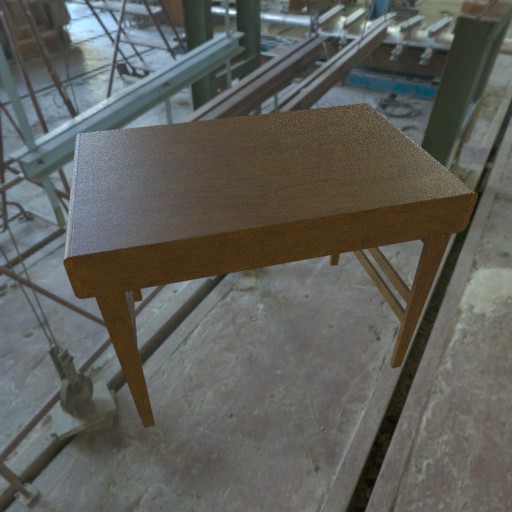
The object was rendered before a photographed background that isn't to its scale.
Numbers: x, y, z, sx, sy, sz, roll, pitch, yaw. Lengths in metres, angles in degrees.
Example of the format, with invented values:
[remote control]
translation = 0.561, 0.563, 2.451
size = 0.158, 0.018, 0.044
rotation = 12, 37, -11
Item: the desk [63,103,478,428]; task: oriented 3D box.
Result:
[desk]
translation = 0.000, 0.000, 1.571
size = 1.066, 0.754, 0.660
rotation = -10, 41, -11
